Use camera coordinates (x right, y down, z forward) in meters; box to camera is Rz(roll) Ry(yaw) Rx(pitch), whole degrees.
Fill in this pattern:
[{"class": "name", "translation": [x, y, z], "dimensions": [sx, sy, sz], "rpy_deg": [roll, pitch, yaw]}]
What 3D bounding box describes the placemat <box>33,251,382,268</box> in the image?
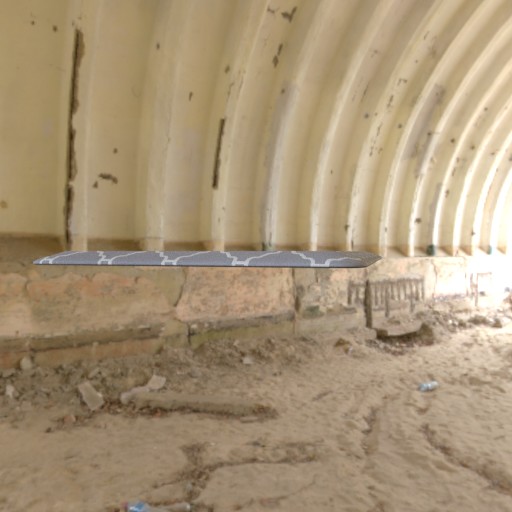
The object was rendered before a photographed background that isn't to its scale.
[{"class": "placemat", "translation": [0.000, 0.000, 0.960], "dimensions": [0.508, 0.021, 0.762], "rpy_deg": [0, 1, 17]}]
